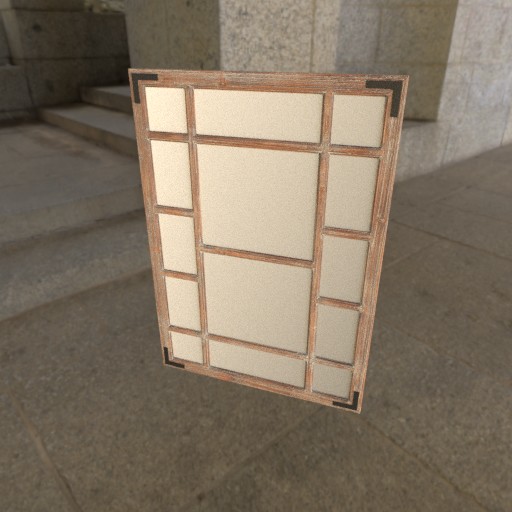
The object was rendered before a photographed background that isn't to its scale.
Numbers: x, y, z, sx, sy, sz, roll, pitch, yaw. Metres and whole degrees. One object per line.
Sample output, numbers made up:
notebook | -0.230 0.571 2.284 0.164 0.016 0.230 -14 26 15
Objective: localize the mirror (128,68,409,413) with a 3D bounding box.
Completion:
mirror | 0.000 0.000 1.293 0.705 0.996 0.025 9 28 17
